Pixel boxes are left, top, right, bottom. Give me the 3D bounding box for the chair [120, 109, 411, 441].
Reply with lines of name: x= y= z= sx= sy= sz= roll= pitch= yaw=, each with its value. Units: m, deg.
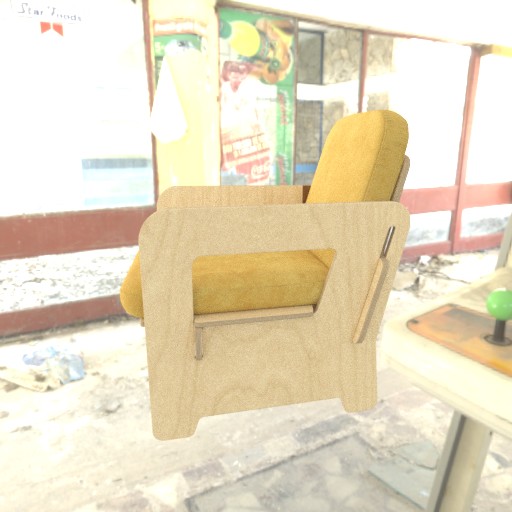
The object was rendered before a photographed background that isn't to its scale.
chair: x=0.000 y=0.000 z=1.283 sx=0.710 sy=0.800 sz=0.590 roll=-2 pitch=14 yaw=-8
